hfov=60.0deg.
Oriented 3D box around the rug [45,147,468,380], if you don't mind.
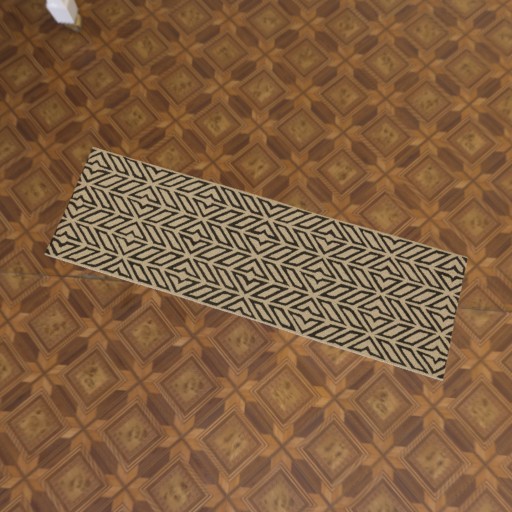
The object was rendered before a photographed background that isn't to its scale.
[{"bbox_3d":[0.000,0.000,2.666,2.435,0.009,0.750,17,76,4],"label":"rug"}]
